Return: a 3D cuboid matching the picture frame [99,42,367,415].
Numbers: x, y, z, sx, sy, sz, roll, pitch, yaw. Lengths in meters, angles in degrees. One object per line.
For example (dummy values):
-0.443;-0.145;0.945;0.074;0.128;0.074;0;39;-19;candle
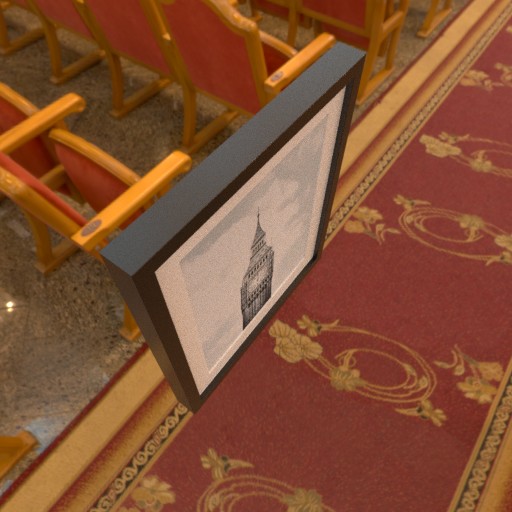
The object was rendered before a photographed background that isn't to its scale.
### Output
0.000;0.000;0.539;0.034;0.378;0.328;32;62;19;picture frame
